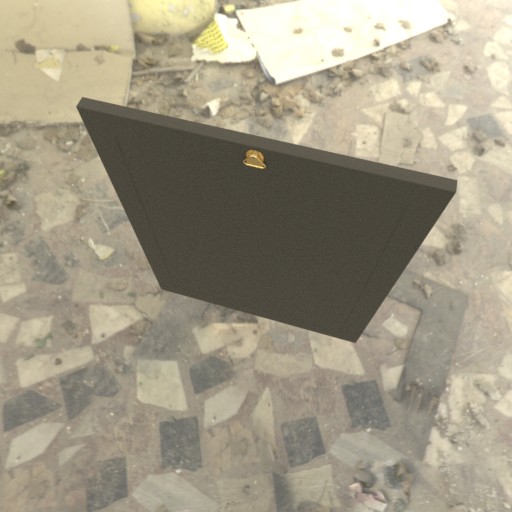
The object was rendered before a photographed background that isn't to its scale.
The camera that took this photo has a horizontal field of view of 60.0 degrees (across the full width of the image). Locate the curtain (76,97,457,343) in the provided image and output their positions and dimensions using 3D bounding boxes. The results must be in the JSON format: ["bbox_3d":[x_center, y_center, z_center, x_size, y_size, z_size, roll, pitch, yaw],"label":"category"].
[{"bbox_3d":[0.000,0.000,0.802,0.483,0.585,0.027,15,63,8],"label":"curtain"}]
